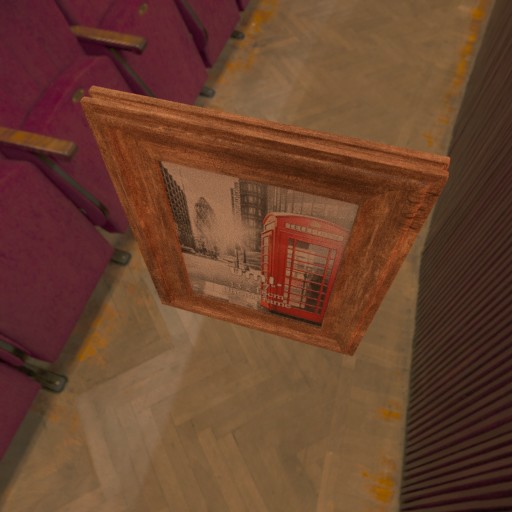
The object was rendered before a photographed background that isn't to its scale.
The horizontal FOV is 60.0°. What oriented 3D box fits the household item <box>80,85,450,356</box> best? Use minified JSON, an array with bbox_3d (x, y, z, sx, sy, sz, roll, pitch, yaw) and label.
[{"bbox_3d":[0.000,0.000,0.318,0.186,0.237,0.018,14,59,9],"label":"household item"}]
